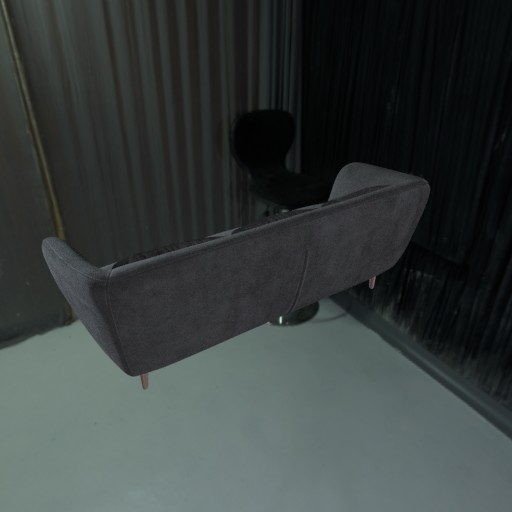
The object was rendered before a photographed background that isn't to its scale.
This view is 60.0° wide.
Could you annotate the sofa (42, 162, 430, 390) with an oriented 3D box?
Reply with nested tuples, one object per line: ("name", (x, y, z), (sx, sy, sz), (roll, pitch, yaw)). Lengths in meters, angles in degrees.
("sofa", (0.000, 0.000, 2.783), (2.296, 0.875, 0.956), (-19, 35, -29))
